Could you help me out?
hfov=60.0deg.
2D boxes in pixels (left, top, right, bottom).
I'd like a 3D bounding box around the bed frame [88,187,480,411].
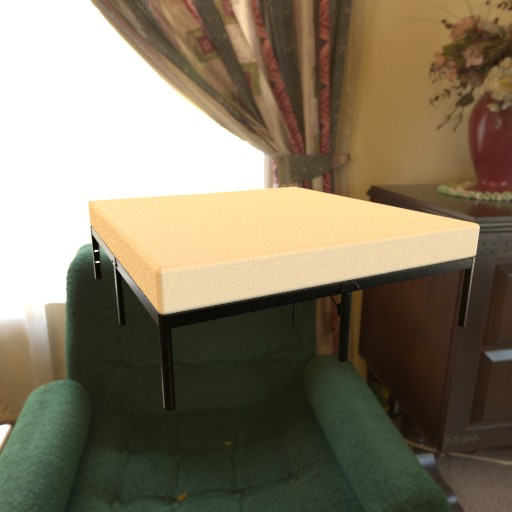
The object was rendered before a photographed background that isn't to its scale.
[{"bbox_3d":[0.000,0.000,3.162,1.963,0.659,2.079,-8,18,-26],"label":"bed frame"}]
